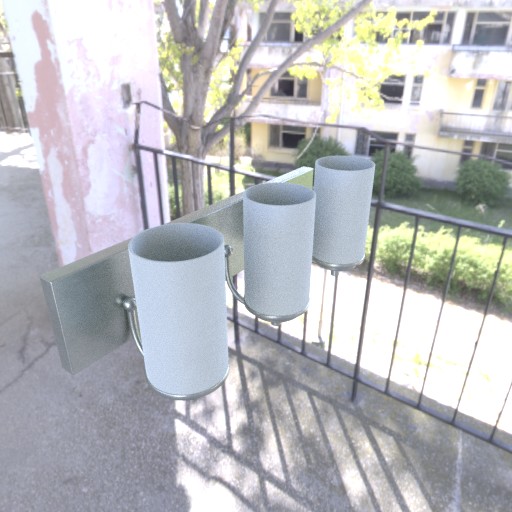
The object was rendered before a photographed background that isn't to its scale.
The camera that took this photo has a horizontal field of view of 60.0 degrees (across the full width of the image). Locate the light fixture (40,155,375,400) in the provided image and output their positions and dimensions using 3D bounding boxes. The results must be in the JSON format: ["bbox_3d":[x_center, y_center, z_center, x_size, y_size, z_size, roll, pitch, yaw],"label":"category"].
[{"bbox_3d":[0.000,0.000,0.538,0.145,0.172,0.451,18,32,32],"label":"light fixture"}]
